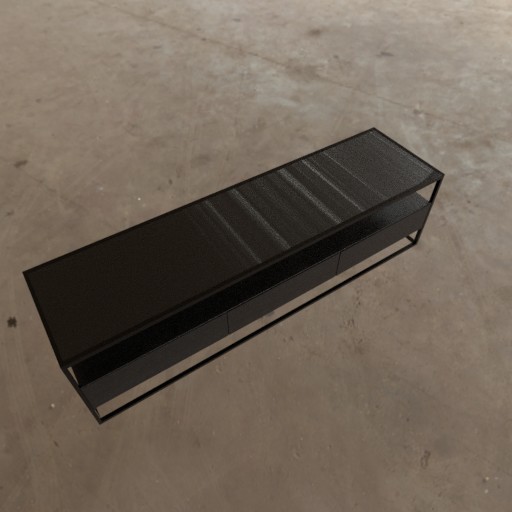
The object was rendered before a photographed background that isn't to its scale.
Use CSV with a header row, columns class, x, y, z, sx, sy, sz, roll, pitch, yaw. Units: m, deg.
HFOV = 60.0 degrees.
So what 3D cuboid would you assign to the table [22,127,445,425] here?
class,x,y,z,sx,sy,sz,roll,pitch,yaw
table,0.000,0.000,1.692,1.486,0.395,0.399,-26,53,-21
